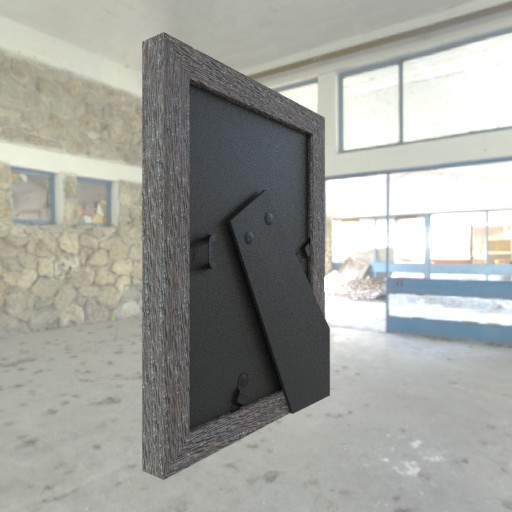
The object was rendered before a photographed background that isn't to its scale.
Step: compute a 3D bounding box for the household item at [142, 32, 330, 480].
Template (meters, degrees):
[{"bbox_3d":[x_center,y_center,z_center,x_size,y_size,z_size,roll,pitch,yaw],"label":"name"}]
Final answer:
[{"bbox_3d":[0.000,0.000,0.275,0.020,0.210,0.160,0,0,37],"label":"household item"}]
